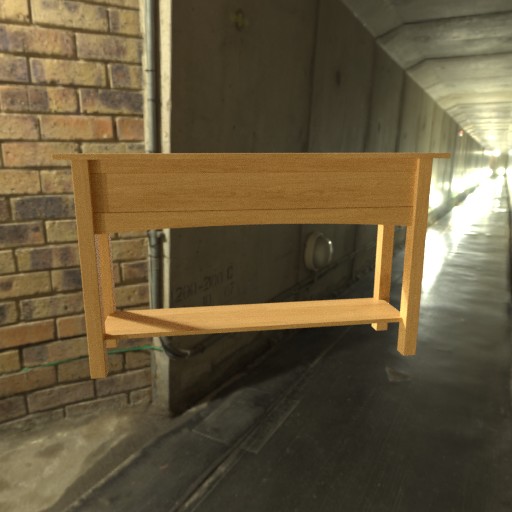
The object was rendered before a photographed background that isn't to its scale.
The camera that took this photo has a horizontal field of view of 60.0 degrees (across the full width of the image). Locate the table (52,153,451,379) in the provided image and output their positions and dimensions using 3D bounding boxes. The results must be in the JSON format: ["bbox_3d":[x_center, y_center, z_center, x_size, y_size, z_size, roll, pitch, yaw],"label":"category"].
[{"bbox_3d":[0.000,0.000,1.614,1.240,0.730,0.350,-2,13,-9],"label":"table"}]
